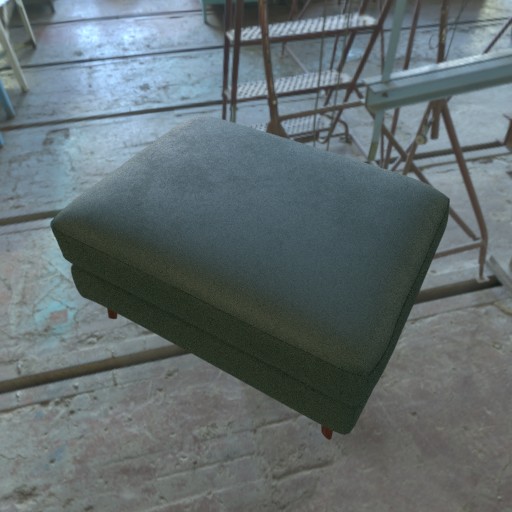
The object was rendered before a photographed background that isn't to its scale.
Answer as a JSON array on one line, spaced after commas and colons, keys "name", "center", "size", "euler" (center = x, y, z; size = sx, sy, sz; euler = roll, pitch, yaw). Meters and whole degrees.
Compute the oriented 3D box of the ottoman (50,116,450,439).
[{"name": "ottoman", "center": [0.000, 0.000, 1.166], "size": [0.811, 0.449, 0.608], "euler": [23, 50, 20]}]
